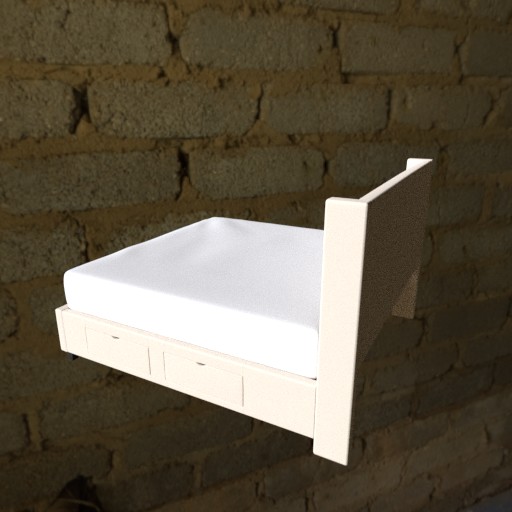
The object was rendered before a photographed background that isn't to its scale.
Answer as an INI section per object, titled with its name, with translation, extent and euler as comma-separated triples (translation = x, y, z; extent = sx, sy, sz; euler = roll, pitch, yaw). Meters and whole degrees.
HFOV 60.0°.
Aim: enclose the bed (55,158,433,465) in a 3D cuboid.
[bed]
translation = 0.000, 0.000, 3.607
extent = 2.293, 1.471, 2.145
euler = 9, 20, 27
